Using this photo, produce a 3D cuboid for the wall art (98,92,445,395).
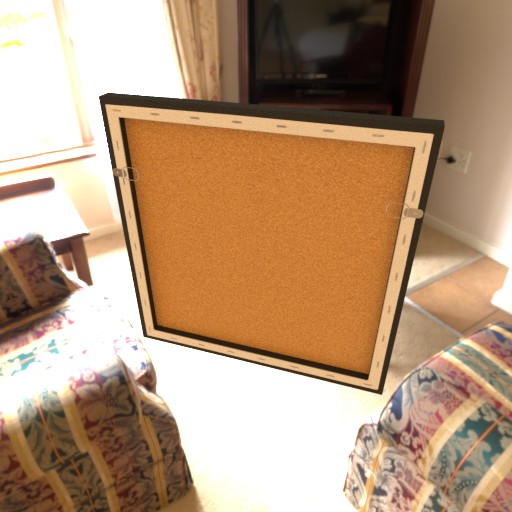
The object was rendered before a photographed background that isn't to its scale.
[{"bbox_3d":[0.000,0.000,1.153,0.758,0.758,0.044,10,34,15],"label":"wall art"}]
